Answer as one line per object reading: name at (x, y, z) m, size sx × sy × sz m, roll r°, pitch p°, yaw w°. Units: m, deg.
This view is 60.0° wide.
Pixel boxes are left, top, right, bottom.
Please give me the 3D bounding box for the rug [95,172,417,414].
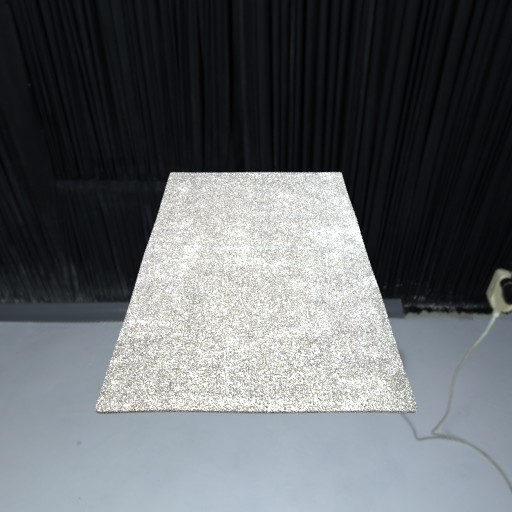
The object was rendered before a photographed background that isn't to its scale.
rug at (0.000, 0.000, 2.976) m, size 1.502 × 0.025 × 2.350 m, roll 0°, pitch 38°, yaw 0°
